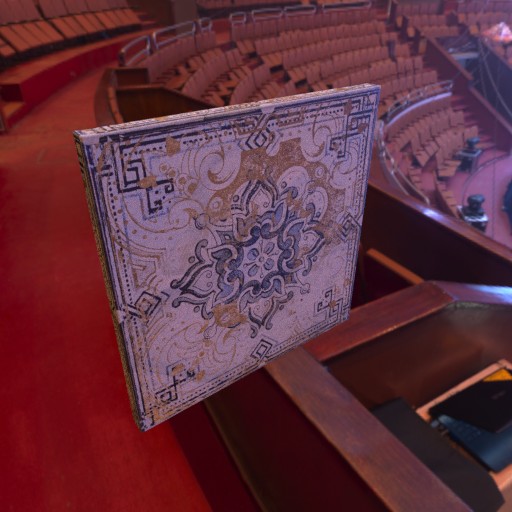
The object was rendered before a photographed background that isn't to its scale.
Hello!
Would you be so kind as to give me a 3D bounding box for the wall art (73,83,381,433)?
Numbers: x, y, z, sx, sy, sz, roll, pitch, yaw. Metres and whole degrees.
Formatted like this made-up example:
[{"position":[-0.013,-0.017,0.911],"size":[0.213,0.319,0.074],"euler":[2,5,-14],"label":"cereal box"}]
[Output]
[{"position":[0.000,0.000,0.913],"size":[0.609,0.607,0.036],"euler":[-21,37,-31],"label":"wall art"}]
